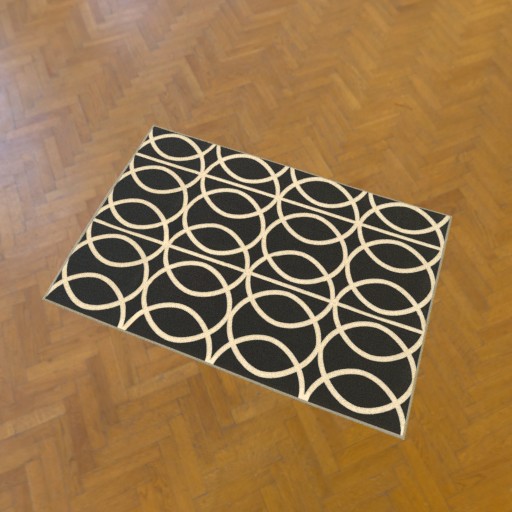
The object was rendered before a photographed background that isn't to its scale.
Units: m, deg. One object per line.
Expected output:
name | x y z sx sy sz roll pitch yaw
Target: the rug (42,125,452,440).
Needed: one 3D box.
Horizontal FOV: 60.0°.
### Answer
rug | 0.000 0.000 2.895 2.294 0.014 1.528 19 65 9
